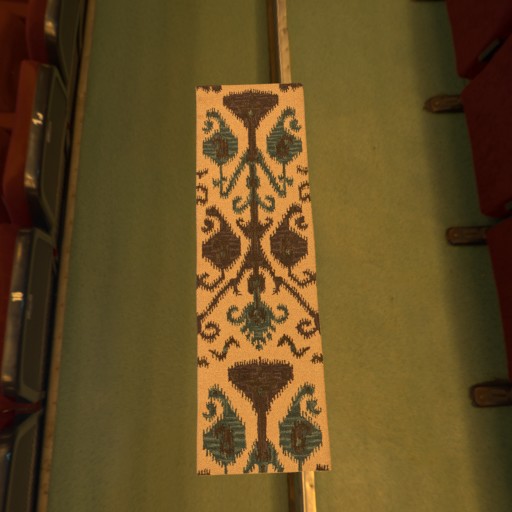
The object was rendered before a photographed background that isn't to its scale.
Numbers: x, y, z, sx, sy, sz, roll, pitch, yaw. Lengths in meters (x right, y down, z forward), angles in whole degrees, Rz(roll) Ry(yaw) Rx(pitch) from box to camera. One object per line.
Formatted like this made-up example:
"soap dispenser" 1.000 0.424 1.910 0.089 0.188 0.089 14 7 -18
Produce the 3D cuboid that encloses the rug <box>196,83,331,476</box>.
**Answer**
"rug" 0.000 0.000 2.562 0.692 0.017 2.301 -2 75 -1
